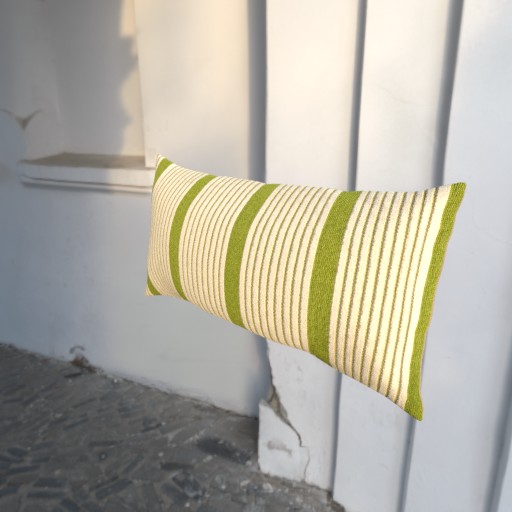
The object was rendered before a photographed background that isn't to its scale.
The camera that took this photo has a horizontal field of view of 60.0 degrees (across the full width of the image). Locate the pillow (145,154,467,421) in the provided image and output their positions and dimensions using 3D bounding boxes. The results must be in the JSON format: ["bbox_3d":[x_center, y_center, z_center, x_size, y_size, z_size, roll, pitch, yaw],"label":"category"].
[{"bbox_3d":[0.000,0.000,0.719,0.608,0.292,0.156,15,23,41],"label":"pillow"}]
